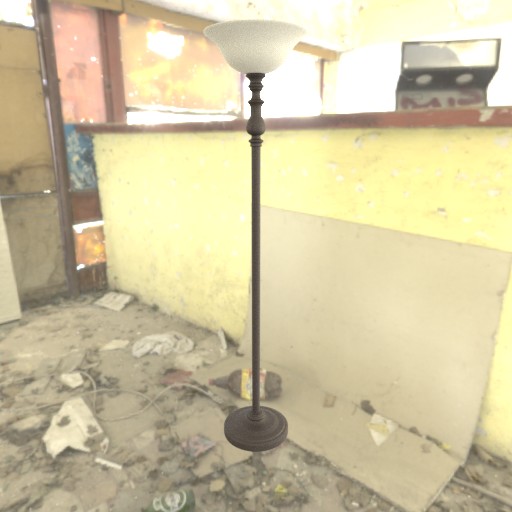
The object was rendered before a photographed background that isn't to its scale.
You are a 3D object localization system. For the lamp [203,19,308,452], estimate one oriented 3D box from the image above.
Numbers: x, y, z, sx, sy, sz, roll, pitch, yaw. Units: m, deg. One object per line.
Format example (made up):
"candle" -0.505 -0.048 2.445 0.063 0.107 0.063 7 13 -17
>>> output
"lamp" 0.000 0.000 1.953 0.405 1.797 0.405 -8 17 -26
